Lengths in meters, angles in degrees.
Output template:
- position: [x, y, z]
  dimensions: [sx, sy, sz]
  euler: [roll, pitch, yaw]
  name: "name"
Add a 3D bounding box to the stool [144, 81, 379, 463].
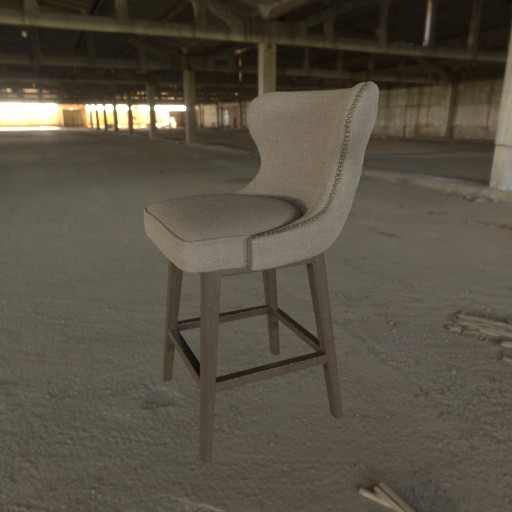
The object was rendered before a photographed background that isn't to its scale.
- position: [0.000, 0.000, 1.346]
  dimensions: [0.597, 0.972, 0.615]
  euler: [-8, 19, -24]
  name: "stool"
